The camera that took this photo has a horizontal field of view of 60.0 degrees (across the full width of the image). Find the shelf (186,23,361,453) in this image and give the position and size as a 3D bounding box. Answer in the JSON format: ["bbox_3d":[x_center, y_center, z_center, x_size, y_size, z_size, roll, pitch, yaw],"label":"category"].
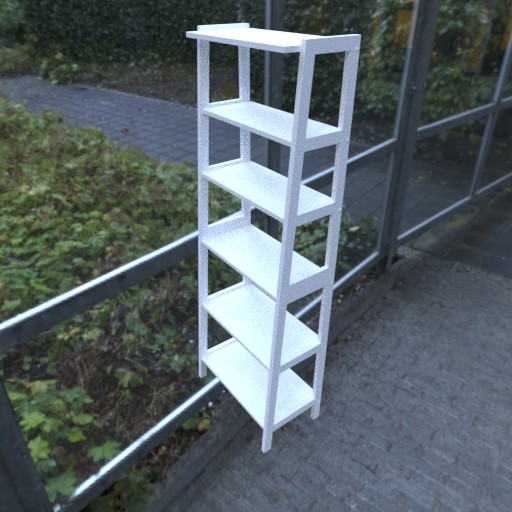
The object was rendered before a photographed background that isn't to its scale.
[{"bbox_3d":[0.000,0.000,2.082,0.381,1.892,0.660,-21,37,-31],"label":"shelf"}]
